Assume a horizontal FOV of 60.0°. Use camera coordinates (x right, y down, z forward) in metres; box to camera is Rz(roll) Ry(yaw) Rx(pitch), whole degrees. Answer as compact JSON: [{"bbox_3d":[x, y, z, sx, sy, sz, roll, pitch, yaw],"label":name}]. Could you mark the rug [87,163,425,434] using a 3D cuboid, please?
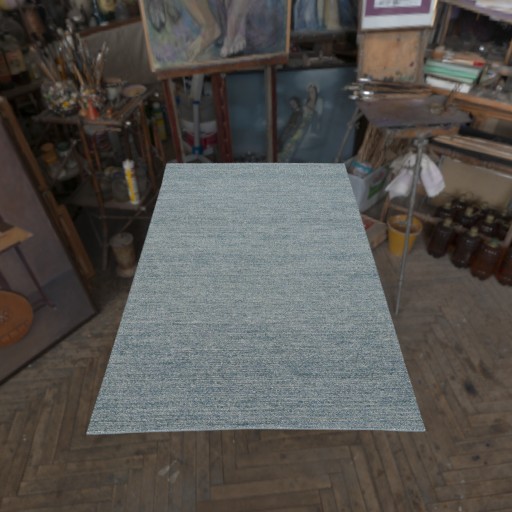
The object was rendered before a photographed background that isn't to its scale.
[{"bbox_3d":[0.000,0.000,2.221,1.174,0.022,1.853,0,41,0],"label":"rug"}]
